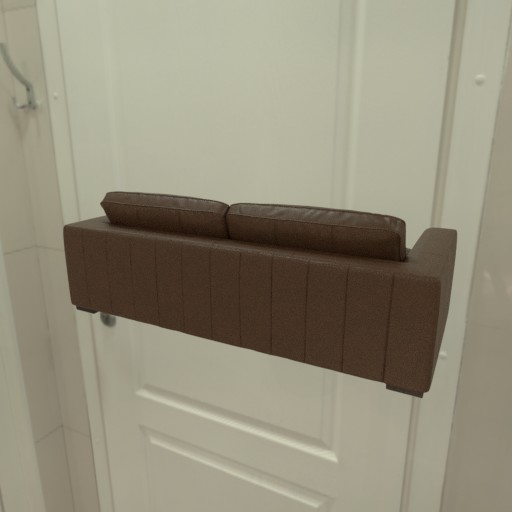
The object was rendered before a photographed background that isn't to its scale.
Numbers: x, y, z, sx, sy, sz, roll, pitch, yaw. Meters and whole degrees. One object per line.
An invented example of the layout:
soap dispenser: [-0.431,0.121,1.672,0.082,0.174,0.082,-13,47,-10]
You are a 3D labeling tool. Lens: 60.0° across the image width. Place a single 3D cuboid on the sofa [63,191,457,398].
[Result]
sofa: [0.000,0.000,2.802,2.262,0.801,1.070,8,18,26]
